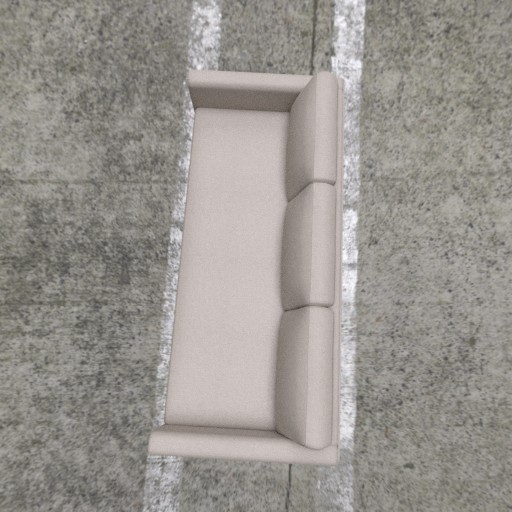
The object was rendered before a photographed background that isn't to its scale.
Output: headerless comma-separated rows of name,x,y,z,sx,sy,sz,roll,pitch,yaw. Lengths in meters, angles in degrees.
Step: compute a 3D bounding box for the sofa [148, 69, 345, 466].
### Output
sofa,0.000,0.000,2.672,0.959,0.838,2.210,3,77,1
